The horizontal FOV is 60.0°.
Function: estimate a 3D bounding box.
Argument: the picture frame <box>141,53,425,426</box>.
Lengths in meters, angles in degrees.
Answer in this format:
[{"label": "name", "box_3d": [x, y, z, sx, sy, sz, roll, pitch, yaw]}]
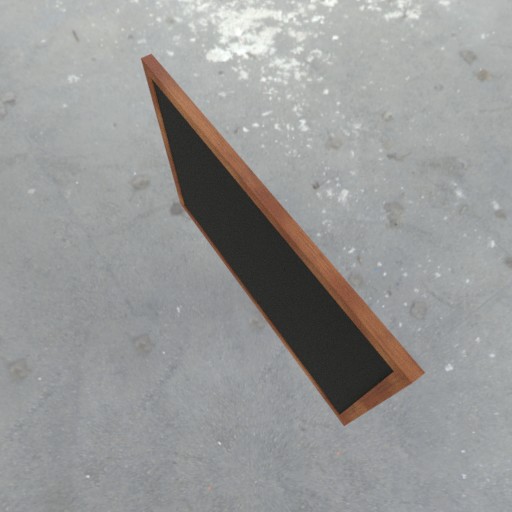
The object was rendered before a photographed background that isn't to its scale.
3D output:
[{"label": "picture frame", "box_3d": [0.000, 0.000, 1.199, 0.029, 0.640, 0.950, -32, 67, -15]}]
